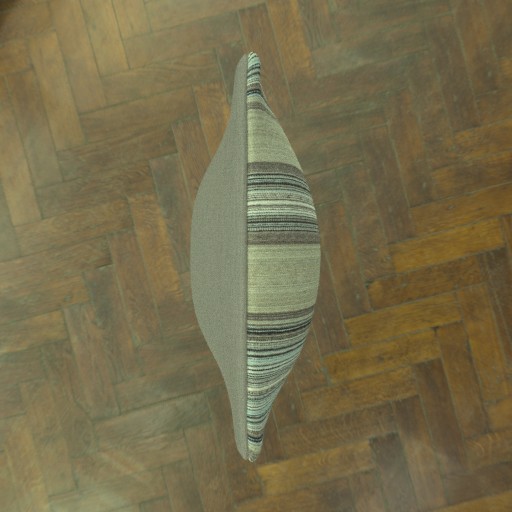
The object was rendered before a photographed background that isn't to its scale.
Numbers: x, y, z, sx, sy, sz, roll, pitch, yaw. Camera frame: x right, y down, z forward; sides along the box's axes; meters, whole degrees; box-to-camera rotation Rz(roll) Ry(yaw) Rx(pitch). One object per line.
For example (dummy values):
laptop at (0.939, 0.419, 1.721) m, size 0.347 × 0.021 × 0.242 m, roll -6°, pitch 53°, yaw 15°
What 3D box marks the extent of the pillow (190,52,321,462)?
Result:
pillow at (0.000, 0.000, 0.666) m, size 0.189 × 0.416 × 0.435 m, roll 0°, pitch 91°, yaw 0°
